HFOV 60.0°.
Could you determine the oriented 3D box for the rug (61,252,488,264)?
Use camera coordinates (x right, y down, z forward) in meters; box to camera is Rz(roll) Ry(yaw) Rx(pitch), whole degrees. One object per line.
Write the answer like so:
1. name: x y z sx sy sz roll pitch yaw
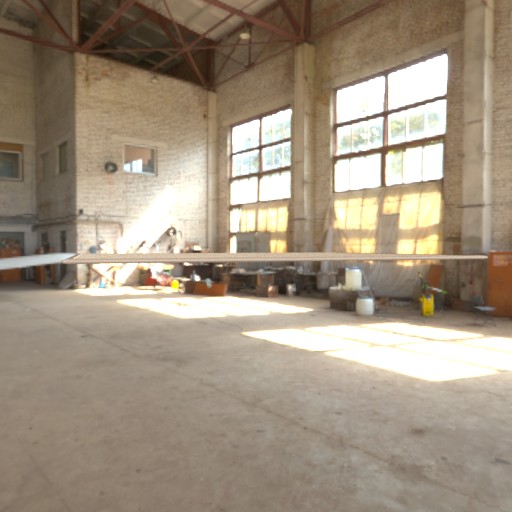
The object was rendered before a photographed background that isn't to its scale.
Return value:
1. rug: 0.000 0.000 2.692 2.081 0.020 1.525 0 1 -20
